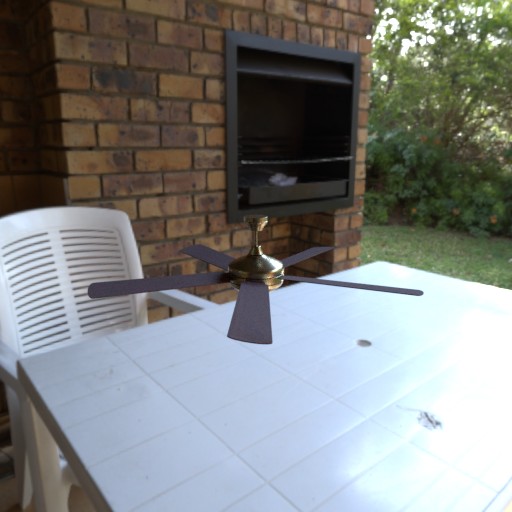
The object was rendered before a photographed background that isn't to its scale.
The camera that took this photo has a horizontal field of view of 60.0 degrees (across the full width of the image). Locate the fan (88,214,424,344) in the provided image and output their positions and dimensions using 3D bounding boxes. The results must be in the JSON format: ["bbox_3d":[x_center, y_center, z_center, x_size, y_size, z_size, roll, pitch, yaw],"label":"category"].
[{"bbox_3d":[0.000,0.000,1.968,1.321,0.356,1.321,-13,19,-43],"label":"fan"}]
